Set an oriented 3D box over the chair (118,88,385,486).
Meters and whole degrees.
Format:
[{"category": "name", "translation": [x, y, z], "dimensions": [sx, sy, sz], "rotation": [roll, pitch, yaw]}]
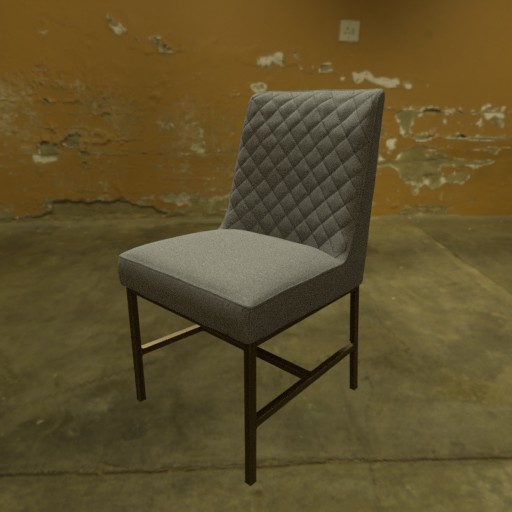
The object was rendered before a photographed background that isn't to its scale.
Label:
[{"category": "chair", "translation": [0.000, 0.000, 1.234], "dimensions": [0.508, 0.889, 0.587], "rotation": [16, 24, 41]}]
